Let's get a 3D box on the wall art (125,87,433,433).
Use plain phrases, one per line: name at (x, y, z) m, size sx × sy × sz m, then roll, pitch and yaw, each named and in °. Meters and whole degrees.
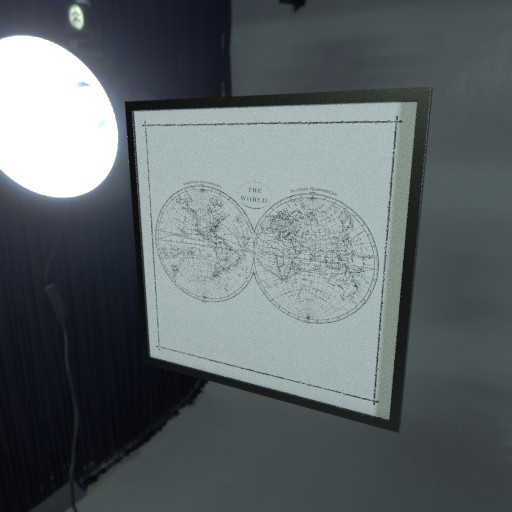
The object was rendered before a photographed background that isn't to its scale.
wall art at (0.000, 0.000, 1.136) m, size 0.773 × 0.775 × 0.031 m, roll 7°, pitch 16°, yaw 25°
